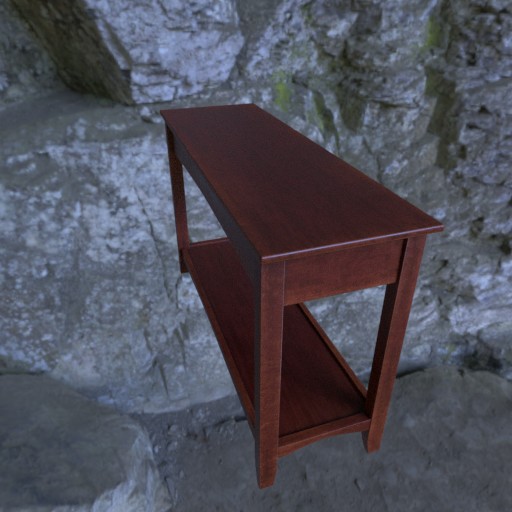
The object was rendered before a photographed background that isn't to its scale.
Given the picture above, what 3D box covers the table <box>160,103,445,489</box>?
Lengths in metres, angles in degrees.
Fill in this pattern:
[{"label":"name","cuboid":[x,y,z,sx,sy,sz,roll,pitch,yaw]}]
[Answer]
[{"label":"table","cuboid":[0.000,0.000,1.498,0.392,0.739,1.188,-10,32,-16]}]
